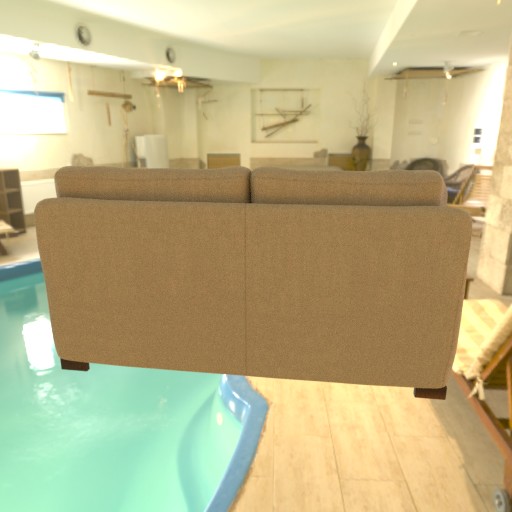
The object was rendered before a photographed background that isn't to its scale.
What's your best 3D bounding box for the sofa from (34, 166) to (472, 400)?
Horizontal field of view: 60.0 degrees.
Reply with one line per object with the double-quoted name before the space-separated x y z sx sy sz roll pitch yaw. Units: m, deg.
"sofa" 0.000 0.000 2.340 1.855 0.980 0.962 2 16 8
